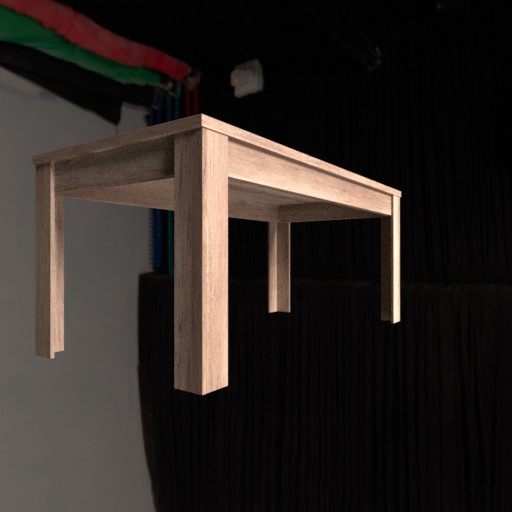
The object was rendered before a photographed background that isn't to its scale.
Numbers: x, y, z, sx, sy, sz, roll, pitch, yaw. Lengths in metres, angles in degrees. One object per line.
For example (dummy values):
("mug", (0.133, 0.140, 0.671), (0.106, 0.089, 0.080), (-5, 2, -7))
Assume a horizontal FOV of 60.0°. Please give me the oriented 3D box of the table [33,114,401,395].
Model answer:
("table", (0.000, 0.000, 2.233), (0.900, 0.790, 1.800), (0, 0, 35))
